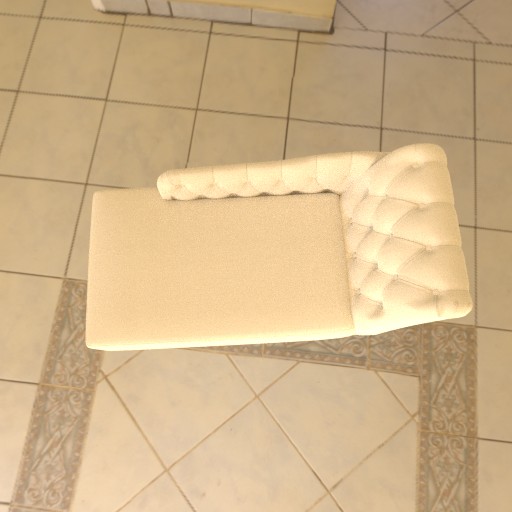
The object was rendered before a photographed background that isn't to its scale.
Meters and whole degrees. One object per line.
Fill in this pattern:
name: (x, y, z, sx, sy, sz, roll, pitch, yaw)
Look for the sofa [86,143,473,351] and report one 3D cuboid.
sofa: (0.000, 0.000, 1.812, 1.379, 0.787, 0.675, -3, 75, -1)
